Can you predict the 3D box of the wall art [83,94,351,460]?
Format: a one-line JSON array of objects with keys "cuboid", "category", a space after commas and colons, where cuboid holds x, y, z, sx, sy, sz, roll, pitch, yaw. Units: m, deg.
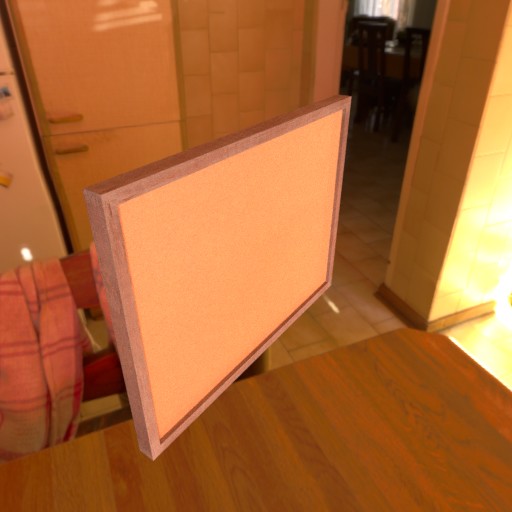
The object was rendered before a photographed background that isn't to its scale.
[{"cuboid": [0.000, 0.000, 1.765, 0.070, 1.009, 1.320, 21, 37, 30], "category": "wall art"}]
